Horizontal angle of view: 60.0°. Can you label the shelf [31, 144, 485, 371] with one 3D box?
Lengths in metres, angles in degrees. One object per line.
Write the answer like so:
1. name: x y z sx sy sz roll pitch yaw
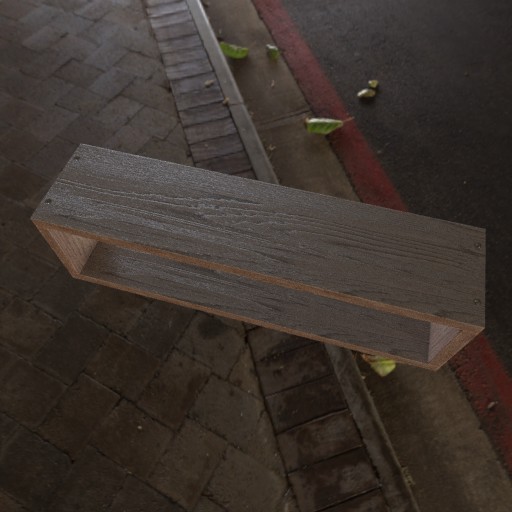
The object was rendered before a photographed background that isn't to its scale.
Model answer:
1. shelf: 0.000 0.000 0.683 0.610 0.170 0.150 13 59 8
